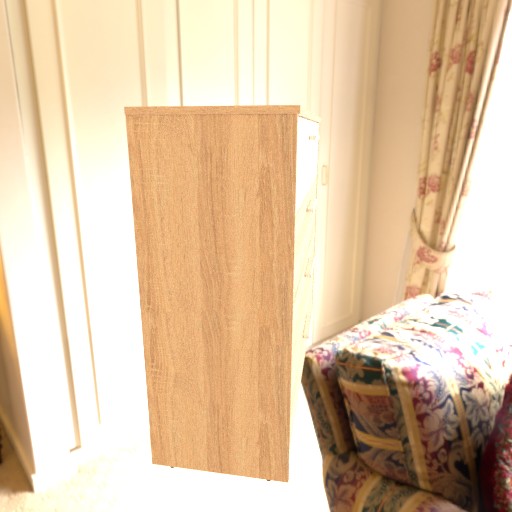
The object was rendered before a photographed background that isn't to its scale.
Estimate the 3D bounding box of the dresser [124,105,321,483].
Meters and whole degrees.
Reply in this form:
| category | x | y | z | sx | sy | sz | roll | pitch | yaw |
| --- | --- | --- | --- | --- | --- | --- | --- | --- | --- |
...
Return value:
| category | x | y | z | sx | sy | sz | roll | pitch | yaw |
| --- | --- | --- | --- | --- | --- | --- | --- | --- | --- |
| dresser | 0.000 | 0.000 | 1.476 | 0.380 | 0.900 | 0.980 | 3 | 16 | 10 |
